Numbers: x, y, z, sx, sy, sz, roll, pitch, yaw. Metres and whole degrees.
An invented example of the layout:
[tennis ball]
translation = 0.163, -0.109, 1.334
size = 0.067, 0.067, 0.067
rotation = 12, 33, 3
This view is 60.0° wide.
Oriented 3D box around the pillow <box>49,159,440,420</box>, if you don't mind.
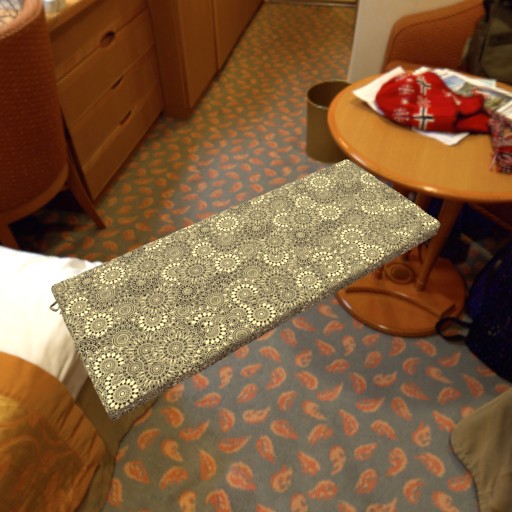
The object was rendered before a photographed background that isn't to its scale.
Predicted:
[pillow]
translation = 0.000, 0.000, 1.383
size = 1.187, 0.081, 0.492
rotation = -26, 51, -23
